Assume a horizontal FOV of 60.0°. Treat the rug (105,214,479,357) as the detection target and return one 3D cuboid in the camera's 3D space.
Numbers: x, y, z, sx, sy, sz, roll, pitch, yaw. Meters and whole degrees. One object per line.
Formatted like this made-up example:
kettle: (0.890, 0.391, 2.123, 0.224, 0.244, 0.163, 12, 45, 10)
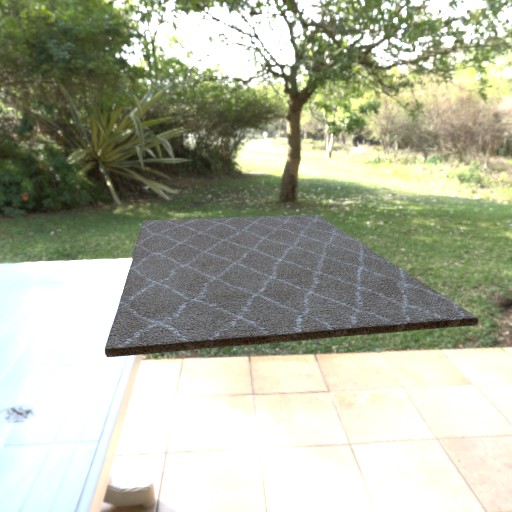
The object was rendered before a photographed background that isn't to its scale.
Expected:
rug: (0.000, 0.000, 2.227, 1.219, 0.030, 1.778, -3, 17, -10)
